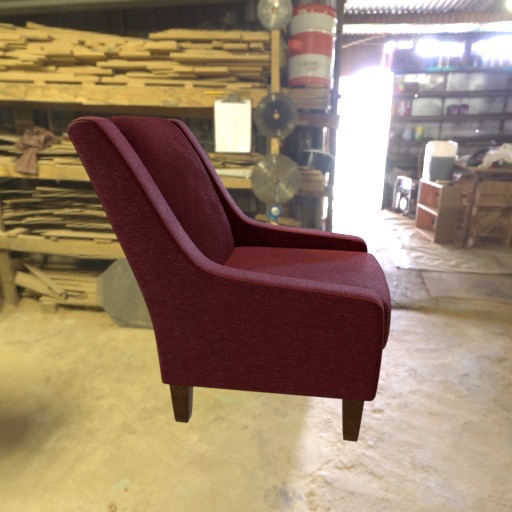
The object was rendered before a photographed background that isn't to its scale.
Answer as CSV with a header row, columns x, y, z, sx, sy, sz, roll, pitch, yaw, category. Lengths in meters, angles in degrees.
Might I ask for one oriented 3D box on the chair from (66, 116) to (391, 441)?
x,y,z,sx,sy,sz,roll,pitch,yaw,category
0.000,0.000,1.691,0.985,1.017,0.793,3,17,9,chair
